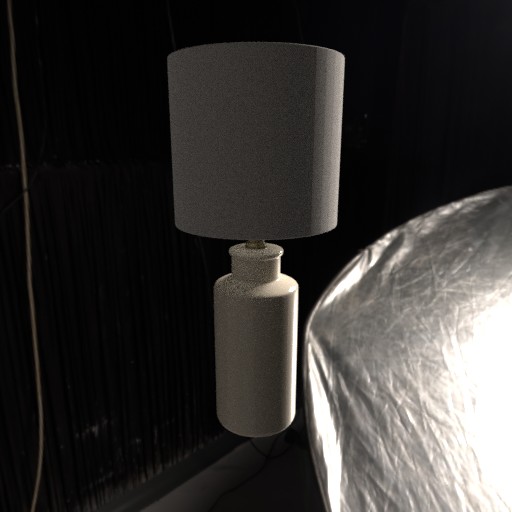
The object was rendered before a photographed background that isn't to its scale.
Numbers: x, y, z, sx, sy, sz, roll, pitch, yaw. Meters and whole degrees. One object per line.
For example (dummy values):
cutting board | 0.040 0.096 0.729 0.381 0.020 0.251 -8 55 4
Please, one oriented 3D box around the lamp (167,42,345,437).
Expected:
lamp | 0.000 0.000 0.602 0.212 0.493 0.212 14 21 43
